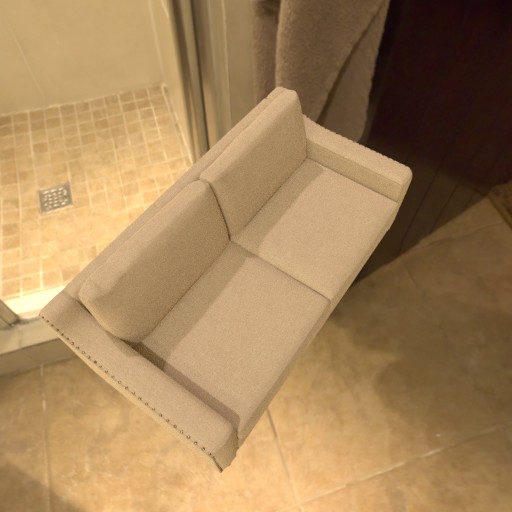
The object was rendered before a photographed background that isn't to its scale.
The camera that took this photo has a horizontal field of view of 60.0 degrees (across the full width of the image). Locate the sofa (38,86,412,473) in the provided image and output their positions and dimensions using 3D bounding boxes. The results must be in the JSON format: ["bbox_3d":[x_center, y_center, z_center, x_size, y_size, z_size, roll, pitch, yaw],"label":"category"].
[{"bbox_3d":[0.000,0.000,2.693,1.104,0.983,2.107,31,63,18],"label":"sofa"}]
